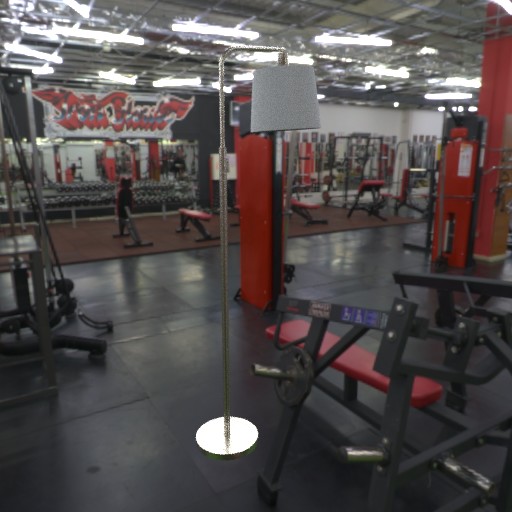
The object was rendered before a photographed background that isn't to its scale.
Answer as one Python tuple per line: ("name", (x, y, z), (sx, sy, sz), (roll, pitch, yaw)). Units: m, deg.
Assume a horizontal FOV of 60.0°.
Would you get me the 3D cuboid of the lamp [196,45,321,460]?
("lamp", (0.000, 0.000, 1.668), (0.508, 1.478, 0.254), (-7, 14, -28))
